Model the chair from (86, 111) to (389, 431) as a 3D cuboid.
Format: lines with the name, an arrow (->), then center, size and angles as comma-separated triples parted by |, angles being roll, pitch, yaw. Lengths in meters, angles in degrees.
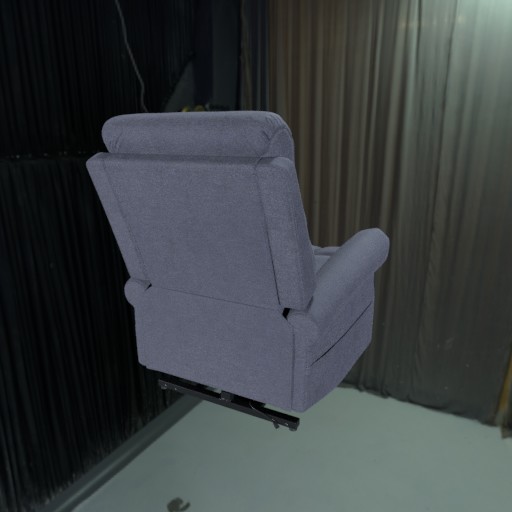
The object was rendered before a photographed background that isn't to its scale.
chair -> 0.000, 0.000, 1.717 | 0.871, 1.031, 0.979 | 8, 17, 27
